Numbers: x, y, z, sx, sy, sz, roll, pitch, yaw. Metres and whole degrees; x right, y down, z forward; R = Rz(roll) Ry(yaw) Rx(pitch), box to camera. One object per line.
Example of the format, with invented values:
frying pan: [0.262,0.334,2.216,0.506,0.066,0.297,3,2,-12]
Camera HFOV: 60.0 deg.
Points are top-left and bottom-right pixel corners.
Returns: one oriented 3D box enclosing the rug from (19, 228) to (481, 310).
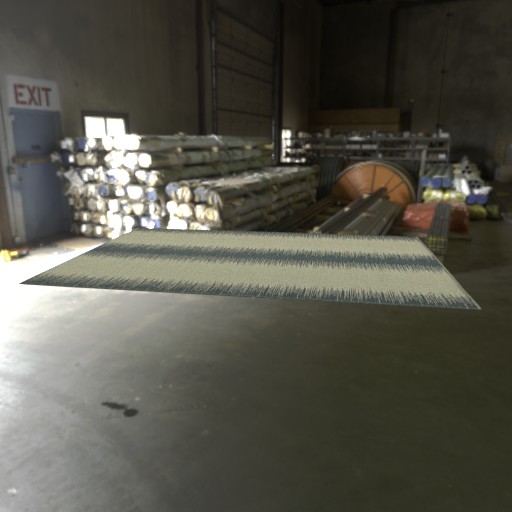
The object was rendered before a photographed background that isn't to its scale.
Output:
rug: [0.000,0.000,2.324,1.854,0.006,1.234,2,15,9]
